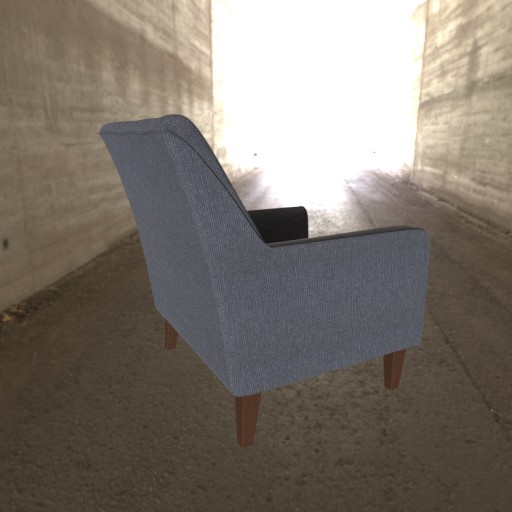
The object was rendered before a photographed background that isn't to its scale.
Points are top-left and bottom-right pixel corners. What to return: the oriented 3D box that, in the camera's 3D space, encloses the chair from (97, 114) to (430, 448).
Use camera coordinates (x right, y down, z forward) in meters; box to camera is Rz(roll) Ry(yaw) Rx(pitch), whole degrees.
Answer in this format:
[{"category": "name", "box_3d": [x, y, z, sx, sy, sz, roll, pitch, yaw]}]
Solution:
[{"category": "chair", "box_3d": [0.000, 0.000, 1.585, 0.899, 0.919, 0.780, -8, 17, -28]}]
